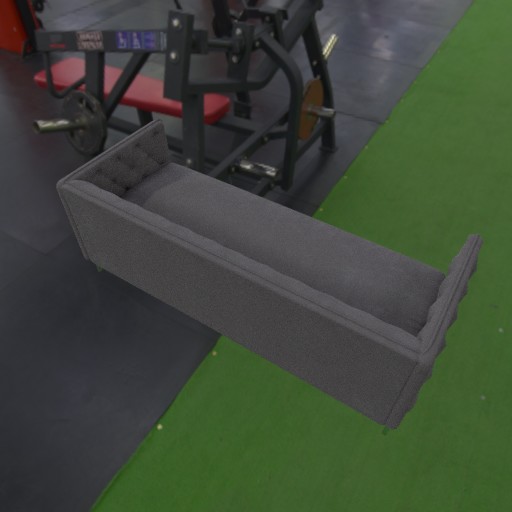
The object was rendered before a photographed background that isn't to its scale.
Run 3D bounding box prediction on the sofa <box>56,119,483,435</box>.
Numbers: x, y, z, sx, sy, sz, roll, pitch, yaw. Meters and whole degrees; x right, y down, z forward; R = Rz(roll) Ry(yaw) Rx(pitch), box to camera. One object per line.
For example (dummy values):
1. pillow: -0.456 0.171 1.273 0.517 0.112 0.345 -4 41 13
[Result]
1. sofa: 0.000 0.000 2.626 2.209 0.771 0.895 25 51 22
